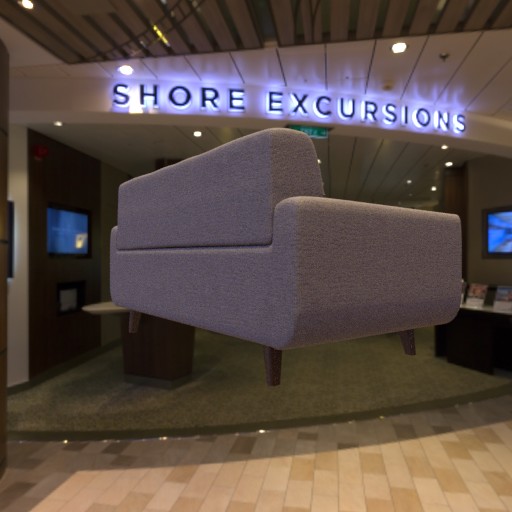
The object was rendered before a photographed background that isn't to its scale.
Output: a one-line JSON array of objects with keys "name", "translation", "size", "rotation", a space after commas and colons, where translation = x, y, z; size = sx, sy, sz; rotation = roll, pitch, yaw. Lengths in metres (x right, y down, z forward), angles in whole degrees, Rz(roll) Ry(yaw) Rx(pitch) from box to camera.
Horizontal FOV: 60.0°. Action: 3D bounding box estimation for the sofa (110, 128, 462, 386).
[{"name": "sofa", "translation": [0.000, 0.000, 2.174], "size": [0.909, 0.841, 1.631], "rotation": [0, 0, -36]}]
